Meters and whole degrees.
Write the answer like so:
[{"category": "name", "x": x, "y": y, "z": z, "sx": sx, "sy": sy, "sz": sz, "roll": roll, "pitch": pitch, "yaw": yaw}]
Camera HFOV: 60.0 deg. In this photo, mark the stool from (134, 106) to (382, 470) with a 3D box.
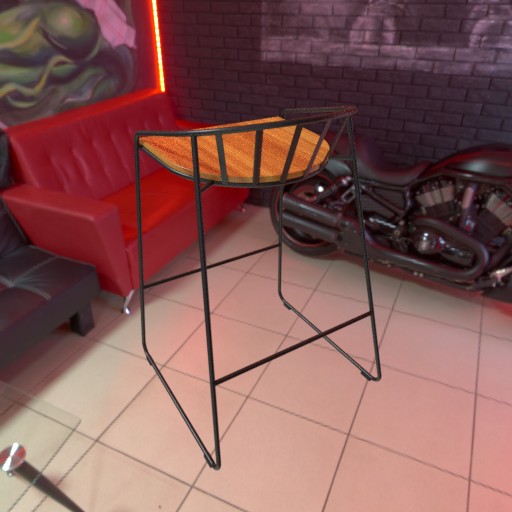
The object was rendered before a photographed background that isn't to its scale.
[{"category": "stool", "x": 0.000, "y": 0.000, "z": 1.168, "sx": 0.546, "sy": 0.812, "sz": 0.521, "roll": -18, "pitch": 35, "yaw": -27}]
